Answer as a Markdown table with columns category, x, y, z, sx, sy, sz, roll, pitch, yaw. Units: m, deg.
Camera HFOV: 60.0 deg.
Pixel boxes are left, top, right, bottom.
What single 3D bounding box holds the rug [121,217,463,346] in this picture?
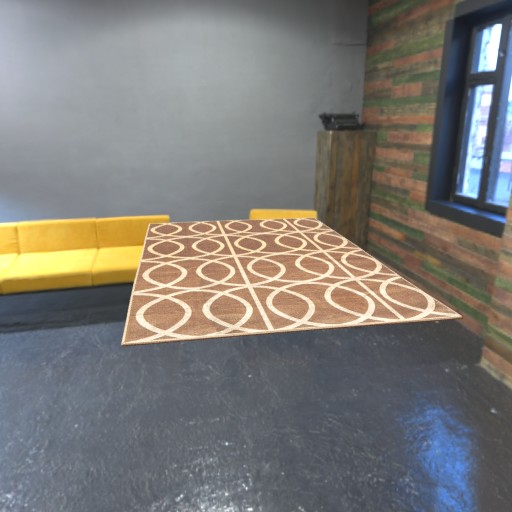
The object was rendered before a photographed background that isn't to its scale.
| category | x | y | z | sx | sy | sz | roll | pitch | yaw |
| --- | --- | --- | --- | --- | --- | --- | --- | --- | --- |
| rug | 0.000 | 0.000 | 2.980 | 1.528 | 0.014 | 2.294 | -3 | 17 | -10 |
